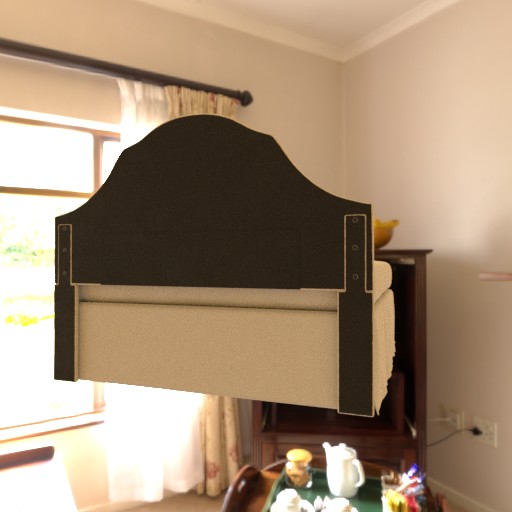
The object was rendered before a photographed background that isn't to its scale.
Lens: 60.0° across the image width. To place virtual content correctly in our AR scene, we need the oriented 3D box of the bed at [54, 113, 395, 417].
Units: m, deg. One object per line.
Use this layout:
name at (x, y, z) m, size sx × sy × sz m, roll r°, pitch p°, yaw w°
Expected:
bed at (0.000, 0.000, 3.415) m, size 2.012 × 1.555 × 2.086 m, roll 0°, pitch 0°, yaw 20°
